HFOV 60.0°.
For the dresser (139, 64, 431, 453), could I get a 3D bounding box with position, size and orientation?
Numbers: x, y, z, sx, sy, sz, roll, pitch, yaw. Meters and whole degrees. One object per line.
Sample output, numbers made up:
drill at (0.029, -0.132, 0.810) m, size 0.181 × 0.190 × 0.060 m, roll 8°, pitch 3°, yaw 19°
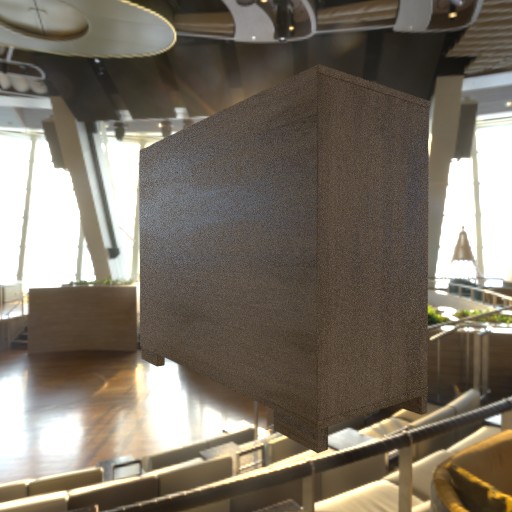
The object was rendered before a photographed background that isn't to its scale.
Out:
dresser at (0.000, 0.000, 1.445) m, size 0.404 × 0.816 × 0.994 m, roll -1°, pitch 1°, yaw -36°
